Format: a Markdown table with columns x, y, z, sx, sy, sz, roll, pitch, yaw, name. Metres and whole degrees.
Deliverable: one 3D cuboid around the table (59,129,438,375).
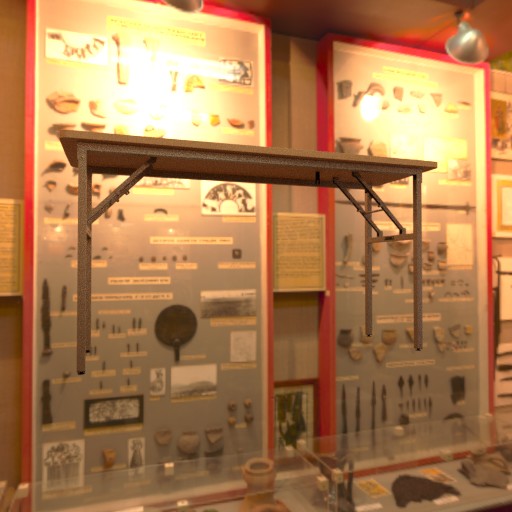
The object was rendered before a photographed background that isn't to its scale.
| x | y | z | sx | sy | sz | roll | pitch | yaw | name |
| --- | --- | --- | --- | --- | --- | --- | --- | --- | --- |
| 0.000 | 0.000 | 1.751 | 1.397 | 0.750 | 0.446 | 0 | -1 | -18 | table |
